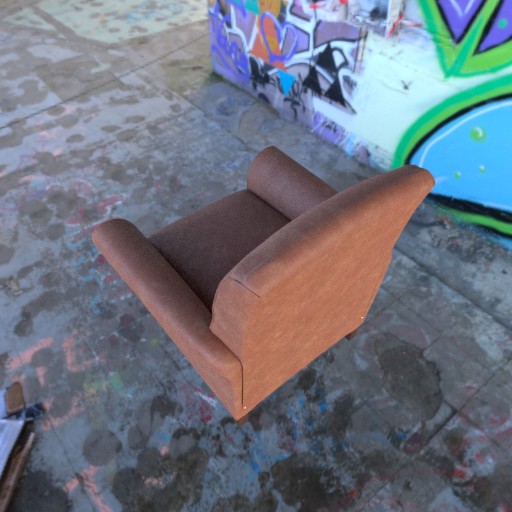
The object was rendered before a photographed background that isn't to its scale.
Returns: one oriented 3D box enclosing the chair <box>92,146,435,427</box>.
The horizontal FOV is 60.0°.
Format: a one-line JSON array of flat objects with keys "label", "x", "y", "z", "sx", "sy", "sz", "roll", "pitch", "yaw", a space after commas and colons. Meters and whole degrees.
[{"label": "chair", "x": 0.000, "y": 0.000, "z": 1.786, "sx": 0.978, "sy": 1.061, "sz": 0.902, "roll": -31, "pitch": 54, "yaw": -26}]
